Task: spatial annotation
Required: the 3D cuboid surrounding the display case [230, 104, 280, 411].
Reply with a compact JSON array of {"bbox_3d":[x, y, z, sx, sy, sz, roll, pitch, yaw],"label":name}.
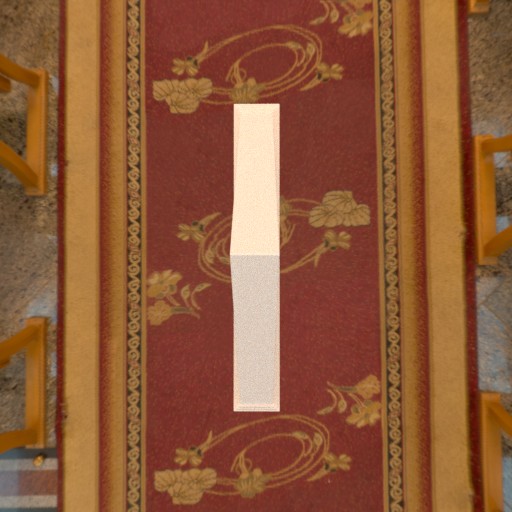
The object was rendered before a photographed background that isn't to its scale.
[{"bbox_3d":[0.000,0.000,0.758,0.095,0.340,0.640,0,89,0],"label":"display case"}]
